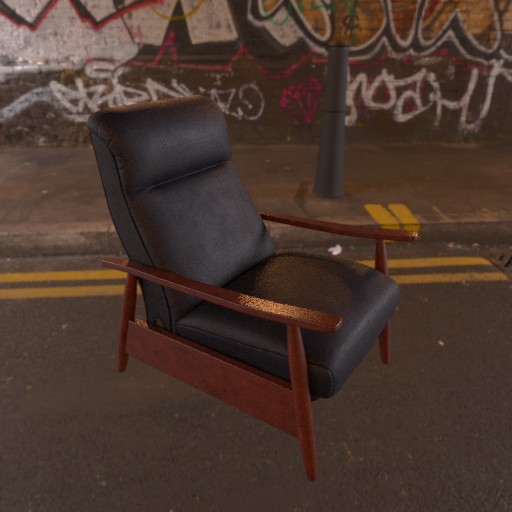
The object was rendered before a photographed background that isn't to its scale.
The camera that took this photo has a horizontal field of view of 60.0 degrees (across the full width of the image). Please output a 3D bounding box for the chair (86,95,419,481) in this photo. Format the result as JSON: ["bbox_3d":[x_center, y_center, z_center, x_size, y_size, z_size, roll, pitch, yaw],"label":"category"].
[{"bbox_3d":[0.000,0.000,1.718,1.014,1.082,0.762,17,31,30],"label":"chair"}]
